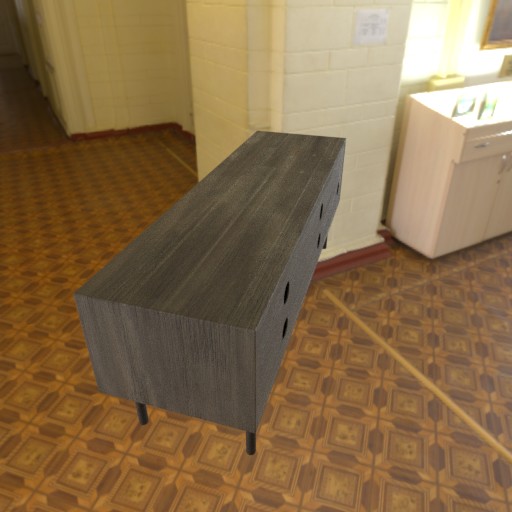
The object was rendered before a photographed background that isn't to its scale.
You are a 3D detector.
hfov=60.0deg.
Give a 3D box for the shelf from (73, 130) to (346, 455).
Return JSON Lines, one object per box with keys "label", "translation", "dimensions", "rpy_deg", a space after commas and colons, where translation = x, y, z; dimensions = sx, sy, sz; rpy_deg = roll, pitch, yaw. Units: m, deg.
{"label": "shelf", "translation": [0.000, 0.000, 1.526], "dimensions": [0.400, 0.495, 1.300], "rpy_deg": [9, 32, 15]}
